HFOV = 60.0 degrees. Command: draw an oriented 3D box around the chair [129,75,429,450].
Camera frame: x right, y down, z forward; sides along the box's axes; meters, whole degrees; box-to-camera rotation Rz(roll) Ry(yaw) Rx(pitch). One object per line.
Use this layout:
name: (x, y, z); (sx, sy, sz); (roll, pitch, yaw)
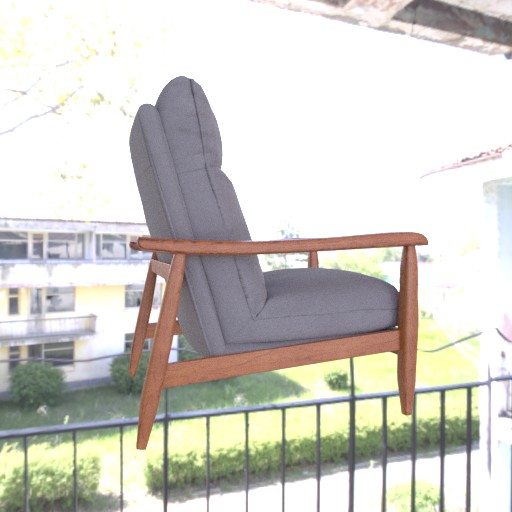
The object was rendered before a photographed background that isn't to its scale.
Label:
chair: (0.000, 0.000, 1.489); (0.816, 0.922, 0.782); (0, 1, -18)
